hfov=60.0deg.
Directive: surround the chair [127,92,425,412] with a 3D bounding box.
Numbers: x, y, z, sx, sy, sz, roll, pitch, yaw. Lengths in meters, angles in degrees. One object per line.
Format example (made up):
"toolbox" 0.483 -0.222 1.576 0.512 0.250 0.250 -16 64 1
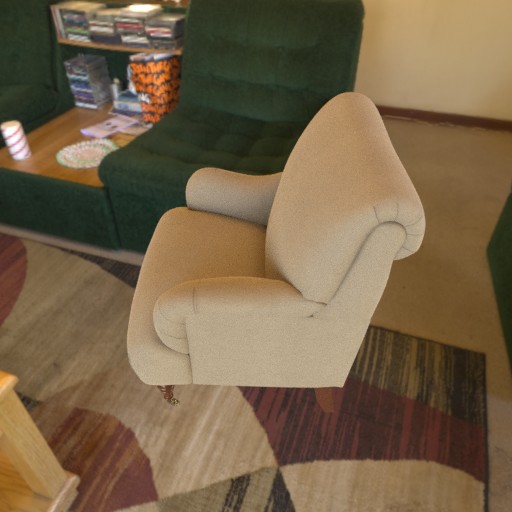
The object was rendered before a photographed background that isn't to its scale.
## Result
"chair" 0.000 0.000 1.573 0.842 0.942 0.766 1 40 1
